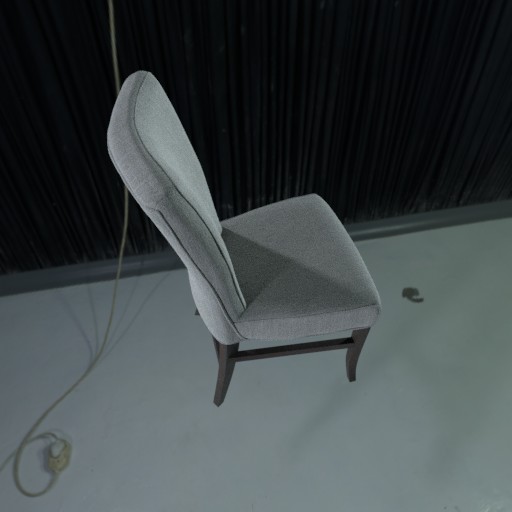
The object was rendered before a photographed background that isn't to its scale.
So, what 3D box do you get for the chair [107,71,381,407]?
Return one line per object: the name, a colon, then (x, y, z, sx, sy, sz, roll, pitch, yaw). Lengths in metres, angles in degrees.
chair: (0.000, 0.000, 1.343, 0.660, 0.991, 0.520, -11, 48, -10)
